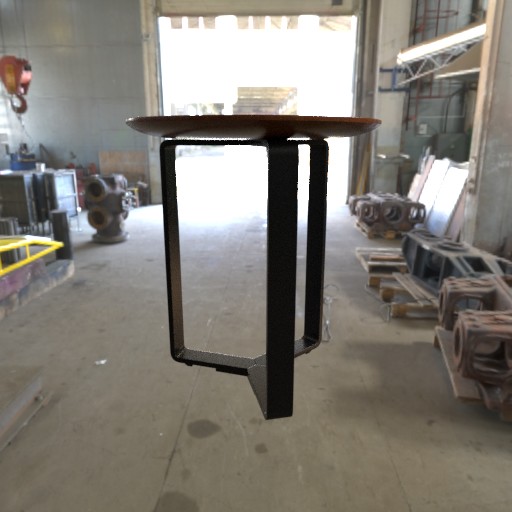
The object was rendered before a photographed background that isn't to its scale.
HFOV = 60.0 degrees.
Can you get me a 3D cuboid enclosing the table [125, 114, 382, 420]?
[{"bbox_3d":[0.000,0.000,0.771,0.410,0.450,0.380,-13,20,-41],"label":"table"}]
